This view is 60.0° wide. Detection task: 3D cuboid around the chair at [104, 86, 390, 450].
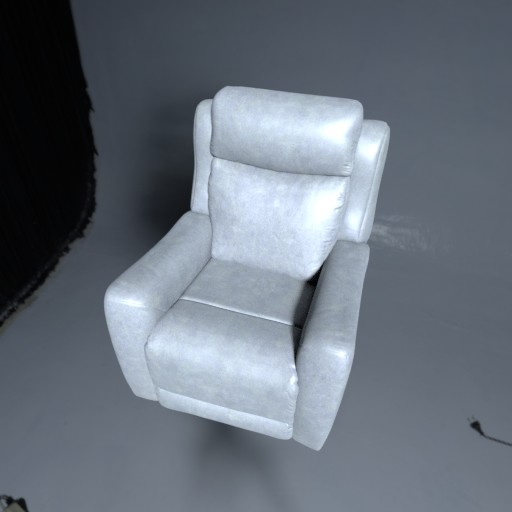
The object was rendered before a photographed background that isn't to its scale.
[{"bbox_3d":[0.000,0.000,1.932,0.967,1.116,1.068,12,43,13],"label":"chair"}]
